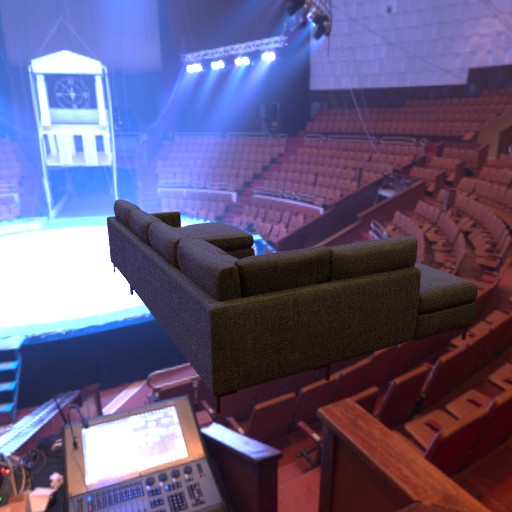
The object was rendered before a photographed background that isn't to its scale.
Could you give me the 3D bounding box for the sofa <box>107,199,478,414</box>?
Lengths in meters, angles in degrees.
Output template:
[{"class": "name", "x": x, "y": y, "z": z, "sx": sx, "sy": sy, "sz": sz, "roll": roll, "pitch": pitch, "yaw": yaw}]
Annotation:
[{"class": "sofa", "x": 0.000, "y": 0.000, "z": 3.623, "sx": 1.879, "sy": 0.753, "sz": 2.737, "roll": -8, "pitch": 17, "yaw": -27}]
